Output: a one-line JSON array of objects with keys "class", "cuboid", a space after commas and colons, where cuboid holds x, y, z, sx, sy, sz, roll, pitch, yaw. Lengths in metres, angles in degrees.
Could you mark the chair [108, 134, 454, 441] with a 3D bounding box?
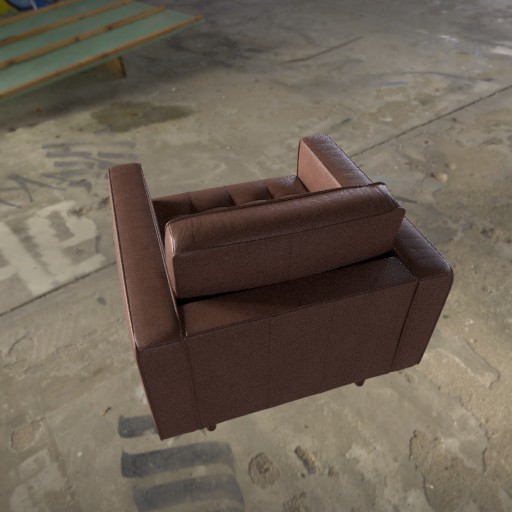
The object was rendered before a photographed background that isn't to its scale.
[{"class": "chair", "cuboid": [0.000, 0.000, 1.549, 0.920, 0.770, 0.900, -12, 43, -13]}]
